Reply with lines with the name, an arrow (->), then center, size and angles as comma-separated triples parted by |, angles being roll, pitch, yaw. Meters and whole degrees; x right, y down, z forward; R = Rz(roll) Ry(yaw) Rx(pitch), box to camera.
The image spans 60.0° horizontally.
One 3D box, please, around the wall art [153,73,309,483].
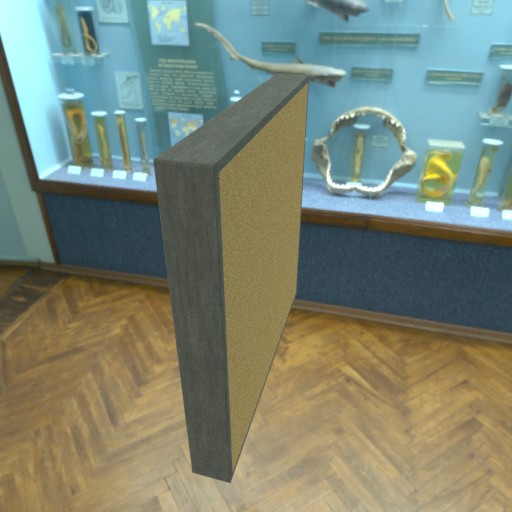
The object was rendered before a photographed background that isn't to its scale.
wall art -> 0.000, 0.000, 0.454 | 0.038, 0.302, 0.303 | 8, 32, 14
